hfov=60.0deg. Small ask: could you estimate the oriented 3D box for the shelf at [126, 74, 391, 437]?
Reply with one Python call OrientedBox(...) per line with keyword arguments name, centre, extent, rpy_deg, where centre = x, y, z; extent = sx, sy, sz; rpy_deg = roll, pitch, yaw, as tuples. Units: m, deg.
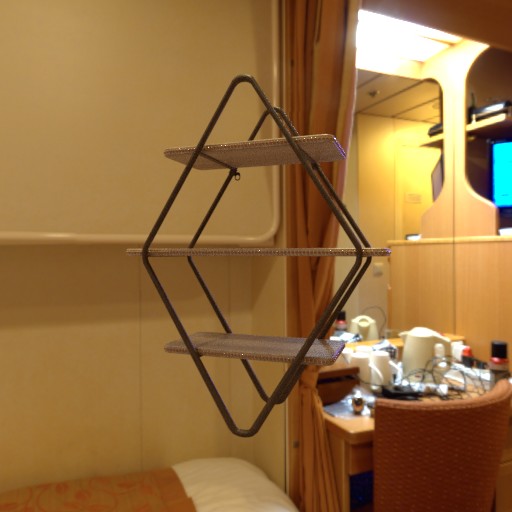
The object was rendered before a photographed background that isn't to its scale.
OrientedBox(name="shelf", centre=(0.000, 0.000, 1.052), extent=(0.609, 0.774, 0.234), rpy_deg=(0, 0, 19))
